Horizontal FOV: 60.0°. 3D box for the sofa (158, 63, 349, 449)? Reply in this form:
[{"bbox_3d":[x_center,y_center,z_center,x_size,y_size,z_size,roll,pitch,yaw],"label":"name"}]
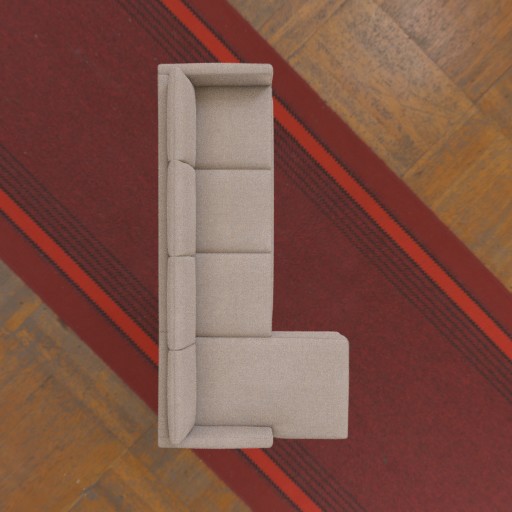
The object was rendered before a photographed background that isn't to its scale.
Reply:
[{"bbox_3d":[0.000,0.000,3.531,1.469,0.816,2.923,0,90,-1],"label":"sofa"}]
